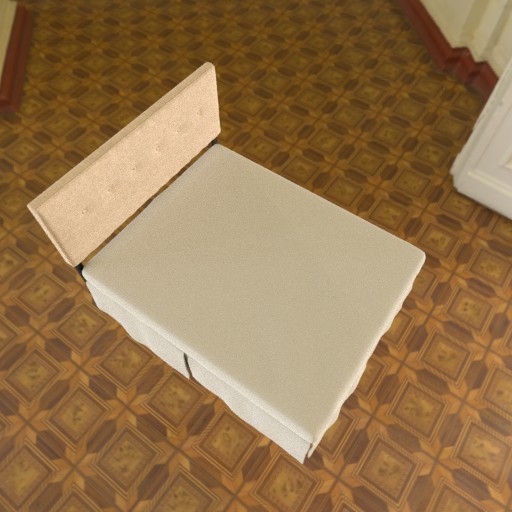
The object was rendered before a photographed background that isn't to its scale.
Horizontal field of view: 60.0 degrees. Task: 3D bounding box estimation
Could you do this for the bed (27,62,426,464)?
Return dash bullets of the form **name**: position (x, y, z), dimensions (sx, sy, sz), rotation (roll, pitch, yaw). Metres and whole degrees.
- **bed**: position (0.000, 0.000, 2.996), dimensions (1.978, 1.270, 1.643), rotation (31, 63, 18)
